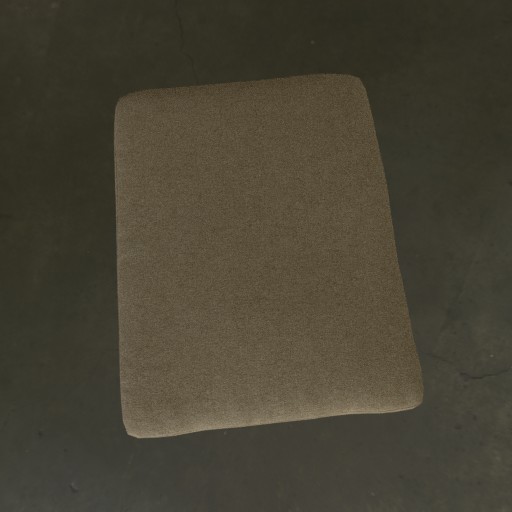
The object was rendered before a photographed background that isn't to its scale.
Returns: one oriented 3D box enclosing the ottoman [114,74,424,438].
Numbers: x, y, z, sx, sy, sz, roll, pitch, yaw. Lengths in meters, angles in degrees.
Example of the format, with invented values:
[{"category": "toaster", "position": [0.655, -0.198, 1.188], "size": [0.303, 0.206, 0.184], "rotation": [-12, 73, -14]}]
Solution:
[{"category": "ottoman", "position": [0.000, 0.000, 1.279], "size": [0.692, 0.511, 0.889], "rotation": [-6, 75, -2]}]
